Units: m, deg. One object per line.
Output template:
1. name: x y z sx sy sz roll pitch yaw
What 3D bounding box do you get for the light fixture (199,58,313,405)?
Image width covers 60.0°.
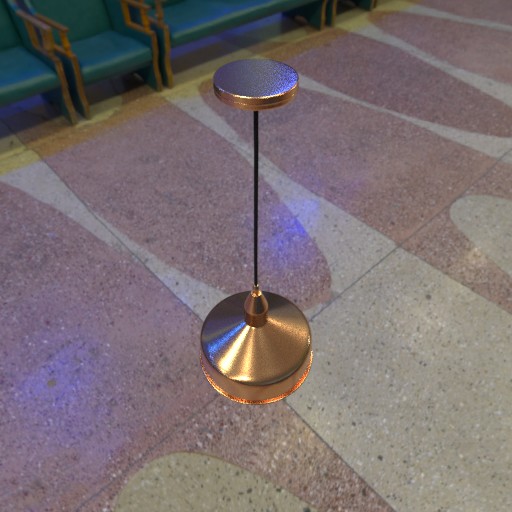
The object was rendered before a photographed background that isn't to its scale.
1. light fixture: 0.000 0.000 0.910 0.301 0.754 0.301 -32 55 -26
